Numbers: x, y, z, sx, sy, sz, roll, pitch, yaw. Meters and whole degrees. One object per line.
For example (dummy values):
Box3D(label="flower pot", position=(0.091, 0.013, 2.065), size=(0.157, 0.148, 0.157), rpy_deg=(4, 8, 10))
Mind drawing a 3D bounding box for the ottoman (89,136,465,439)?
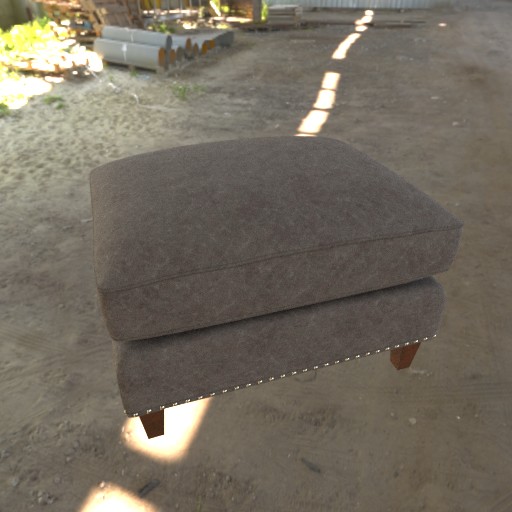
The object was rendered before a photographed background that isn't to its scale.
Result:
Box3D(label="ottoman", position=(0.000, 0.000, 1.131), size=(0.741, 0.513, 0.584), rpy_deg=(-10, 34, -16))
